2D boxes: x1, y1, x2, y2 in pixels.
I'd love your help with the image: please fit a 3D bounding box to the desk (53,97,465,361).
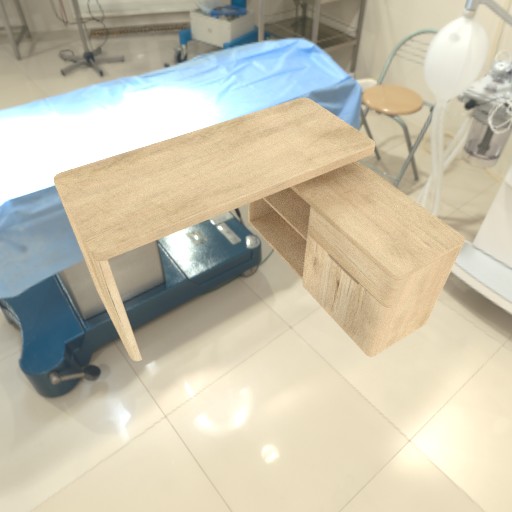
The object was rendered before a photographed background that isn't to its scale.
[{"bbox_3d":[0.000,0.000,2.139,1.400,0.770,1.175,-24,51,-22],"label":"desk"}]
